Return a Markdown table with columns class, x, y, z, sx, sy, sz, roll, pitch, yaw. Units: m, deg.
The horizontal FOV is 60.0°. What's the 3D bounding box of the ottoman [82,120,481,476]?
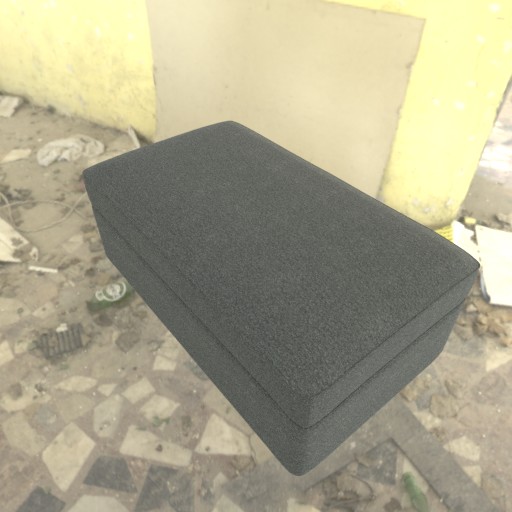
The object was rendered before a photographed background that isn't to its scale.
| class | x | y | z | sx | sy | sz | roll | pitch | yaw |
| --- | --- | --- | --- | --- | --- | --- | --- | --- | --- |
| ottoman | 0.000 | 0.000 | 1.511 | 0.681 | 0.494 | 1.173 | -28 | 49 | -28 |
